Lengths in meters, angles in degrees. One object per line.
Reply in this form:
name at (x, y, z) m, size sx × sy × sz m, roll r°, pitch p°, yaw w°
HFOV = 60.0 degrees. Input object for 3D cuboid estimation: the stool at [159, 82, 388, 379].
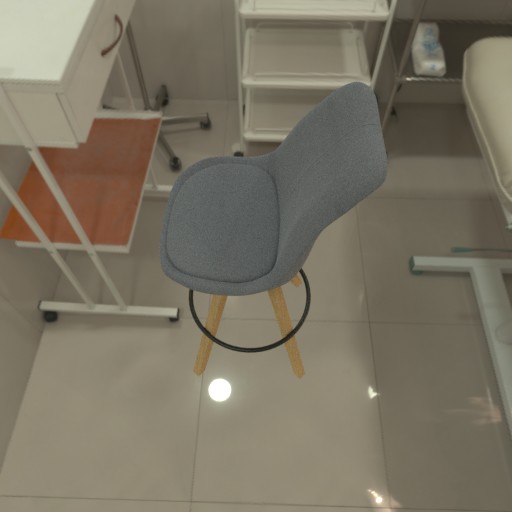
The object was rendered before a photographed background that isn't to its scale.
stool at (0.000, 0.000, 1.423) m, size 0.550 × 1.115 × 0.485 m, roll 1°, pitch 58°, yaw 1°
